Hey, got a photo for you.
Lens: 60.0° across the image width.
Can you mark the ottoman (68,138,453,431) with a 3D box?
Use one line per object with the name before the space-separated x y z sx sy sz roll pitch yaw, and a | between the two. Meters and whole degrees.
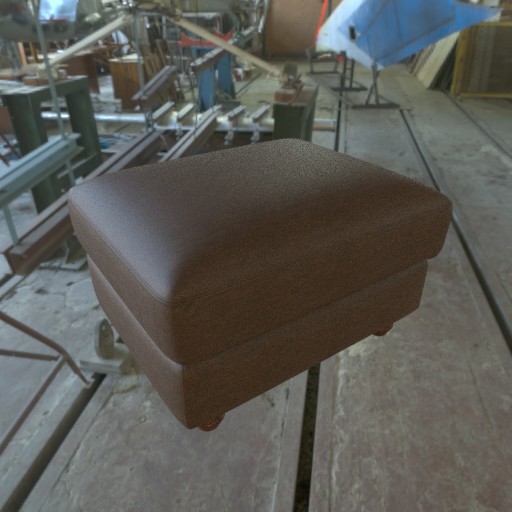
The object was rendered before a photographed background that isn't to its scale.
ottoman | 0.000 0.000 1.195 0.787 0.508 0.635 -19 35 -30
